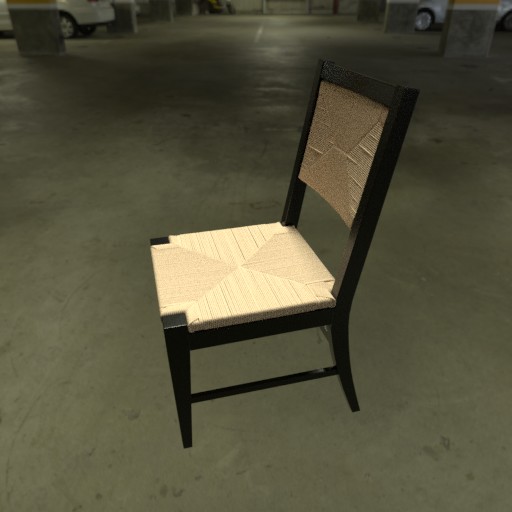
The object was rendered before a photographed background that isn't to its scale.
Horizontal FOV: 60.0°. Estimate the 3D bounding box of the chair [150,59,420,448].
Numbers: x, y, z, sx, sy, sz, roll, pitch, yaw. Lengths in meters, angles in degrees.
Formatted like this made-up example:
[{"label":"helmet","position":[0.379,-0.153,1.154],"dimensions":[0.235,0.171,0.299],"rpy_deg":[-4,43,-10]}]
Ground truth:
[{"label":"chair","position":[0.000,0.000,1.212],"dimensions":[0.552,0.927,0.437],"rpy_deg":[-8,32,-13]}]
